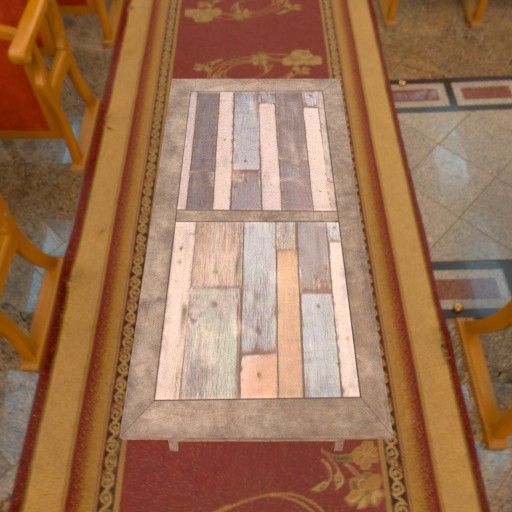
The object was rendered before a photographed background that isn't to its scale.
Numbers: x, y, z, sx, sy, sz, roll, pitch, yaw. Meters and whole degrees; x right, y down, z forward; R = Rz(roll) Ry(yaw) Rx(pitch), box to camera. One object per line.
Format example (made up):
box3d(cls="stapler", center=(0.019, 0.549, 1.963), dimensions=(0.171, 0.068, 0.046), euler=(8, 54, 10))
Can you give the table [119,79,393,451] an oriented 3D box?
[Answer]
box3d(cls="table", center=(0.000, 0.000, 1.499), dimensions=(0.610, 0.470, 1.219), euler=(0, 59, 0))
